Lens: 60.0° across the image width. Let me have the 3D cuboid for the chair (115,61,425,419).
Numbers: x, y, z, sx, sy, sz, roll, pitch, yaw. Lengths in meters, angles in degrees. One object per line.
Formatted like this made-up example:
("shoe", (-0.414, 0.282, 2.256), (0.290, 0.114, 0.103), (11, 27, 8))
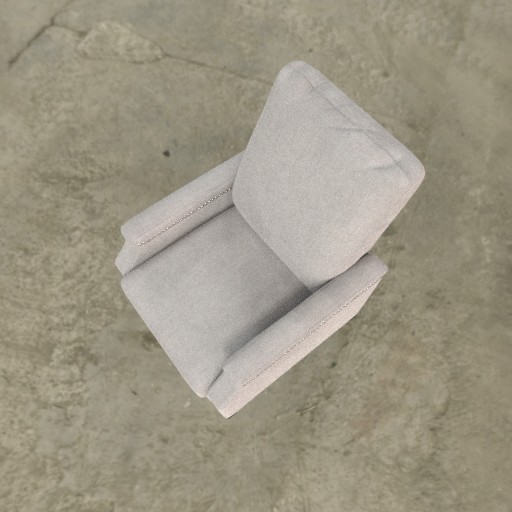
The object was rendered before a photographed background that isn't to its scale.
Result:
("chair", (0.000, 0.000, 1.637), (0.922, 1.049, 0.710), (-35, 70, -15))
